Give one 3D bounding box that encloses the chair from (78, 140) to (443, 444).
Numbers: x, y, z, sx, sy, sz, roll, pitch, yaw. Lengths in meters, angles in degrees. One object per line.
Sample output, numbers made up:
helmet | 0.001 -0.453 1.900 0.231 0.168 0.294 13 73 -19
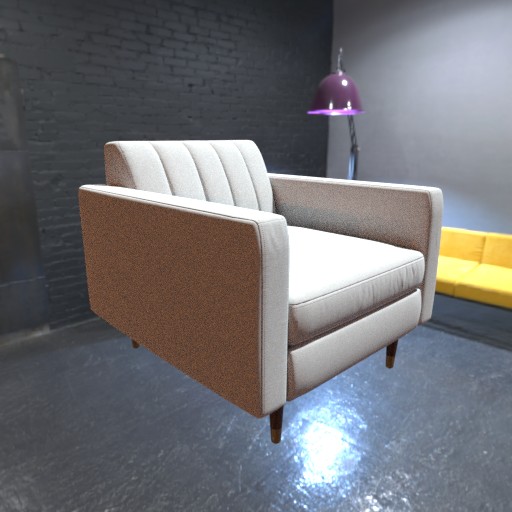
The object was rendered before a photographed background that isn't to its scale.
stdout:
chair | 0.000 0.000 1.638 0.953 0.819 0.998 -14 20 -41
